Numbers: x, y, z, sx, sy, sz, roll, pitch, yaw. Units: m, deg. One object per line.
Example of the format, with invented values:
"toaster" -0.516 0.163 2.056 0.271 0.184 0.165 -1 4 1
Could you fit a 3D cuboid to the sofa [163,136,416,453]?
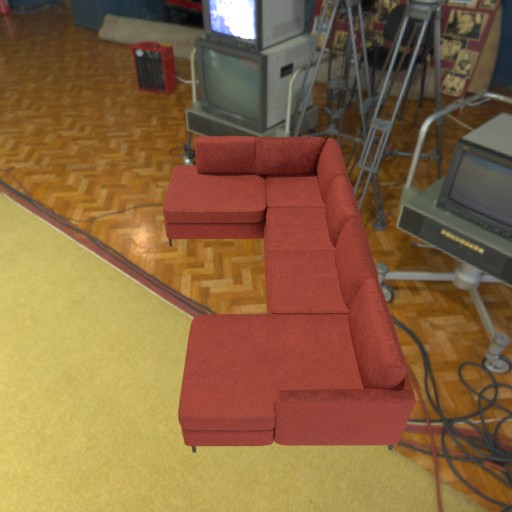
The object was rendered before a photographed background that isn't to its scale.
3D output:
"sofa" 0.000 0.000 4.275 2.055 0.992 3.434 0 41 0
